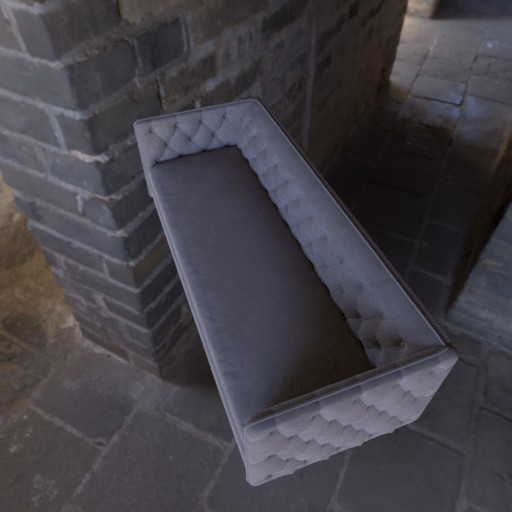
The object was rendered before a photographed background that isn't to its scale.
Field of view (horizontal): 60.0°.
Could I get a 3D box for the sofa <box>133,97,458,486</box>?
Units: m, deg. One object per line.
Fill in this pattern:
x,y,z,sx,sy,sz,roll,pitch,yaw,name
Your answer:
0.000,0.000,2.553,0.895,0.771,2.209,-16,49,-14,sofa
